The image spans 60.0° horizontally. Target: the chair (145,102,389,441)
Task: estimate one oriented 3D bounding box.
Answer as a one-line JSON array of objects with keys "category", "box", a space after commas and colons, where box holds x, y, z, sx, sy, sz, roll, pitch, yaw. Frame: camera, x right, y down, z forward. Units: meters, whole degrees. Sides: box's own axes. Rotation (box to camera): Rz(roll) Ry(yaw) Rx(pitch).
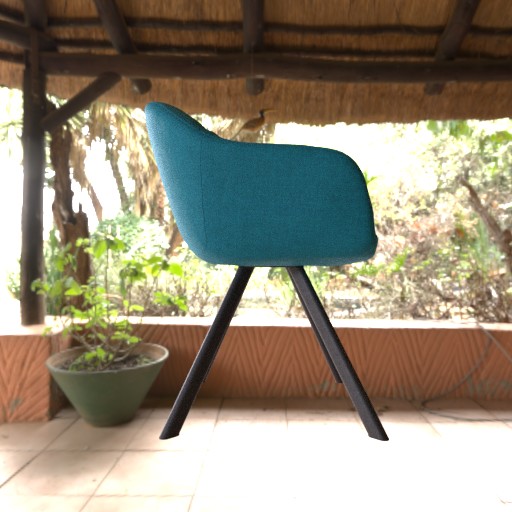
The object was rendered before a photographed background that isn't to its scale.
[{"category": "chair", "box": [0.000, 0.000, 1.166, 0.565, 0.775, 0.545, 0, -1, 1]}]
